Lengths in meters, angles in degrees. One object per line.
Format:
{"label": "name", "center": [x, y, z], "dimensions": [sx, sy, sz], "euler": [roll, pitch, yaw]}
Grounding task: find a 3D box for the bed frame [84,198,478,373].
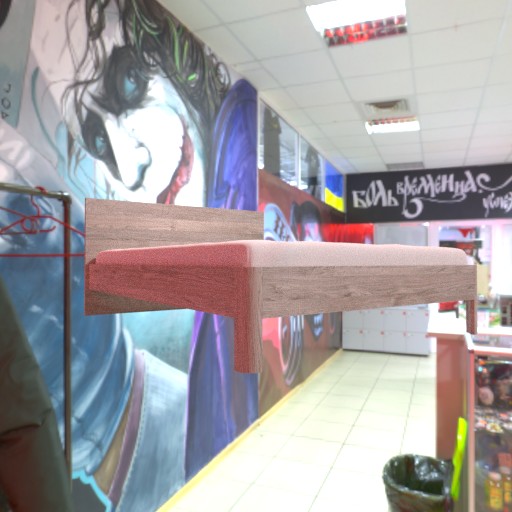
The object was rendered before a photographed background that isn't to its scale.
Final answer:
{"label": "bed frame", "center": [0.000, 0.000, 2.649], "dimensions": [1.490, 0.800, 1.950], "euler": [0, -1, -35]}
